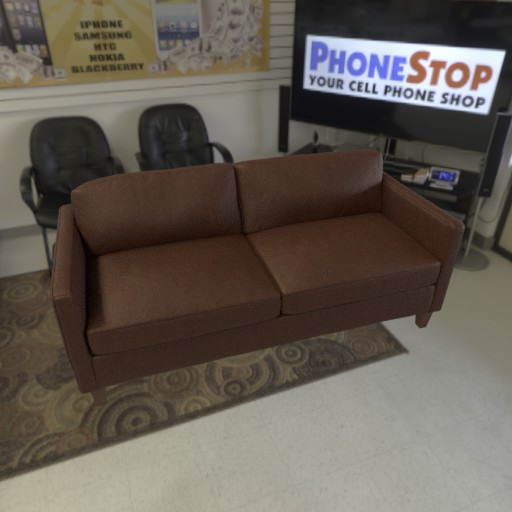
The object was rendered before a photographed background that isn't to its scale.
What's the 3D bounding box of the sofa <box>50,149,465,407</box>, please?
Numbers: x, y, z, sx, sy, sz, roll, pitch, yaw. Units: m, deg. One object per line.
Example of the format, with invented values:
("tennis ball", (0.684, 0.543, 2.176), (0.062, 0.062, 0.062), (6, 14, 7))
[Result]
("sofa", (0.000, 0.000, 2.432), (1.971, 0.863, 0.923), (-10, 33, -15))
